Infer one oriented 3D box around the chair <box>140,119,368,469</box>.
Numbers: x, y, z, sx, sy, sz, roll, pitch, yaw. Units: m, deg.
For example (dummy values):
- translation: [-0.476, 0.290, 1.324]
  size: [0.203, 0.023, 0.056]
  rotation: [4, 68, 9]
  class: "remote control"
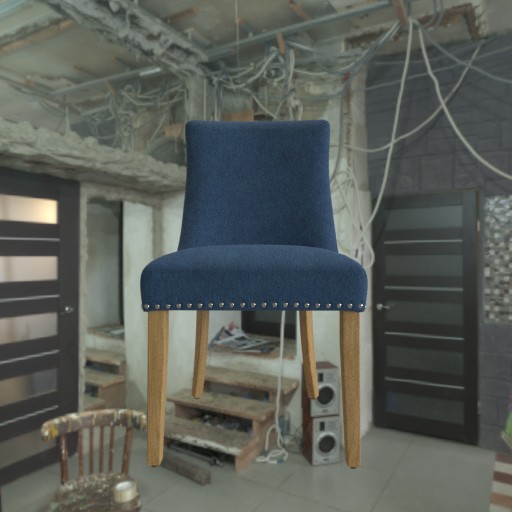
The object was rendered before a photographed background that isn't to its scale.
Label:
- translation: [0.000, 0.000, 1.223]
  size: [0.495, 0.902, 0.610]
  rotation: [0, 0, 1]
  class: "chair"
